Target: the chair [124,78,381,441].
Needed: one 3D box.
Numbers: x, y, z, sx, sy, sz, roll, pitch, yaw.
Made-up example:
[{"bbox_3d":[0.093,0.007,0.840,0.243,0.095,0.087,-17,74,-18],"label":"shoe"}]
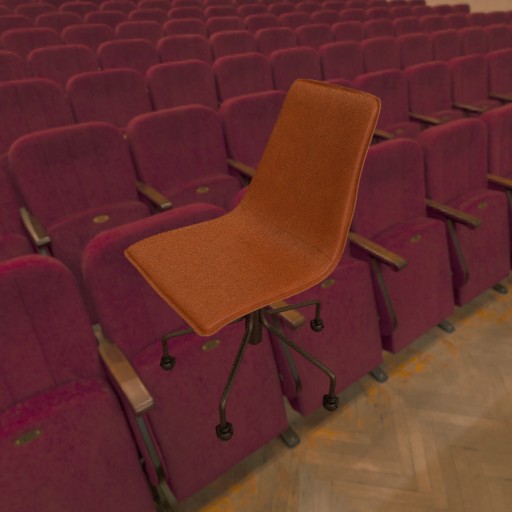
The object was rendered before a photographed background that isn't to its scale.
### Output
[{"bbox_3d":[0.000,0.000,1.348,0.660,0.920,0.651,-22,38,-31],"label":"chair"}]
